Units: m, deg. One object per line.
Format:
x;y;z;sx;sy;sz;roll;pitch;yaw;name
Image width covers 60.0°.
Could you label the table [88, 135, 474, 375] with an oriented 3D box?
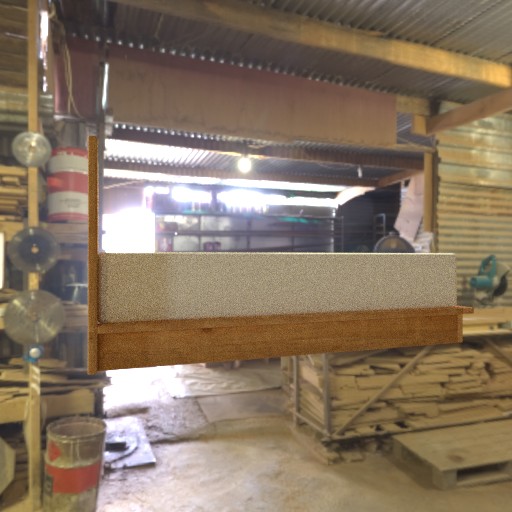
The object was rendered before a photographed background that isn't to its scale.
0.000;0.000;3.085;2.149;1.041;1.707;0;0;-19;table
